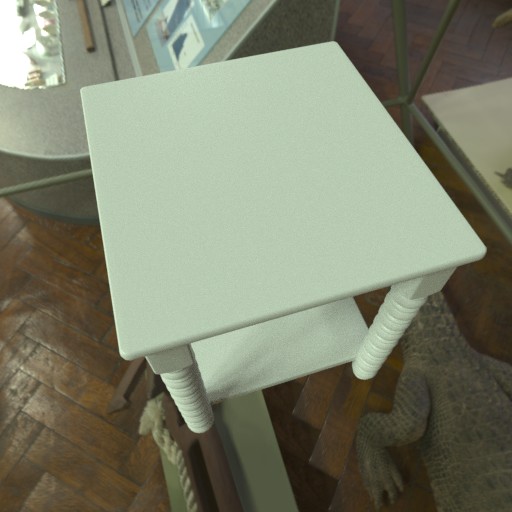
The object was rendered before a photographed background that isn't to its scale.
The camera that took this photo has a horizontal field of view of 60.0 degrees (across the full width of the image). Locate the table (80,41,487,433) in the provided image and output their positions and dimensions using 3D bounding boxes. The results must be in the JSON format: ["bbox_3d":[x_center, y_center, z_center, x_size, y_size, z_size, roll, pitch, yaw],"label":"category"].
[{"bbox_3d":[0.000,0.000,0.933,0.500,0.563,0.533,-15,58,-9],"label":"table"}]
